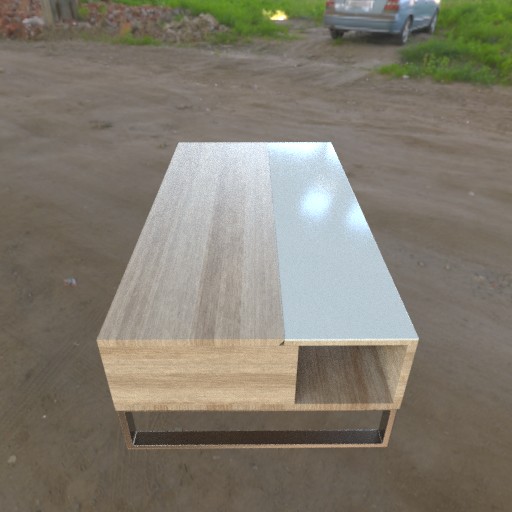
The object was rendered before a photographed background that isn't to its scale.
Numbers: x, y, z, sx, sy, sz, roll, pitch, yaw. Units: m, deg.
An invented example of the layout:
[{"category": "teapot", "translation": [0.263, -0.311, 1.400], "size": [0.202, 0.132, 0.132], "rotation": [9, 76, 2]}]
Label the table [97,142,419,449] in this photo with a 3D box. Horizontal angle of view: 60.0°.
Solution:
[{"category": "table", "translation": [0.000, 0.000, 1.380], "size": [0.600, 0.350, 1.100], "rotation": [0, 33, 0]}]
